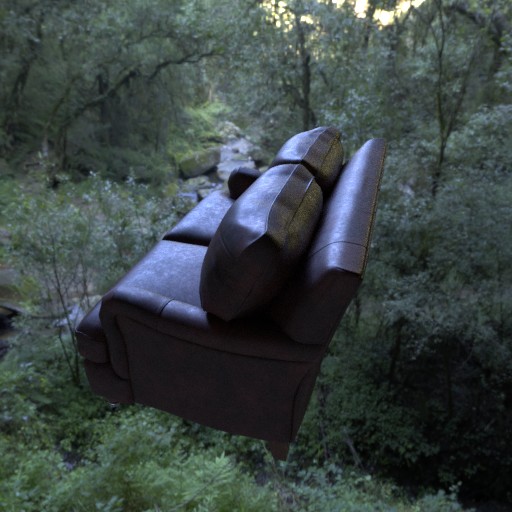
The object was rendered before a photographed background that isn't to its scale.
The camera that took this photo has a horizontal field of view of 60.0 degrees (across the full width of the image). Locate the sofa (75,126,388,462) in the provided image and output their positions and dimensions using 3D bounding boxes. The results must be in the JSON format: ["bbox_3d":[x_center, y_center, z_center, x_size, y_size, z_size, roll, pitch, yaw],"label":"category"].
[{"bbox_3d":[0.000,0.000,2.322,1.148,1.070,1.628,9,32,15],"label":"sofa"}]
